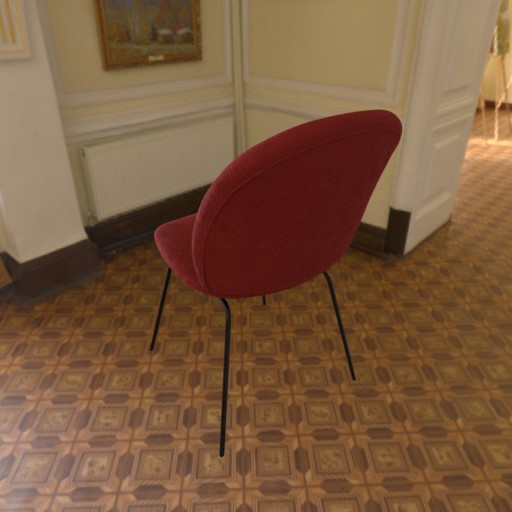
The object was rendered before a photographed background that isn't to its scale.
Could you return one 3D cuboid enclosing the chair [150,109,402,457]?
[{"bbox_3d":[0.000,0.000,1.113,0.458,0.791,0.587,-18,34,-29],"label":"chair"}]
